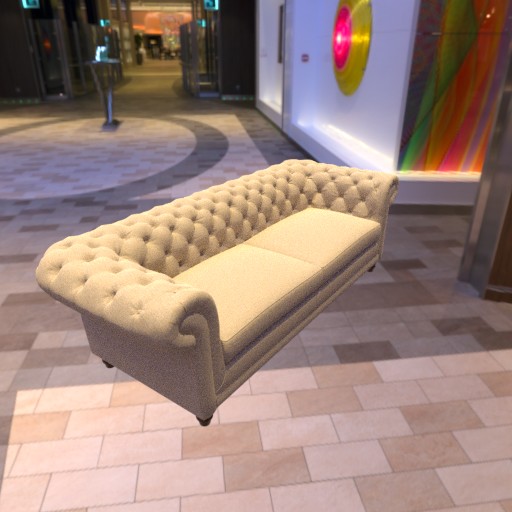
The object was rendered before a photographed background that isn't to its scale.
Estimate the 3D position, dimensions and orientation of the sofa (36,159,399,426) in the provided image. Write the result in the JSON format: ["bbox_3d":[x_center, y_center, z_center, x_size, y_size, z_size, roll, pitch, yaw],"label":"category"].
[{"bbox_3d":[0.000,0.000,3.106,1.076,0.847,2.694,17,30,32],"label":"sofa"}]
